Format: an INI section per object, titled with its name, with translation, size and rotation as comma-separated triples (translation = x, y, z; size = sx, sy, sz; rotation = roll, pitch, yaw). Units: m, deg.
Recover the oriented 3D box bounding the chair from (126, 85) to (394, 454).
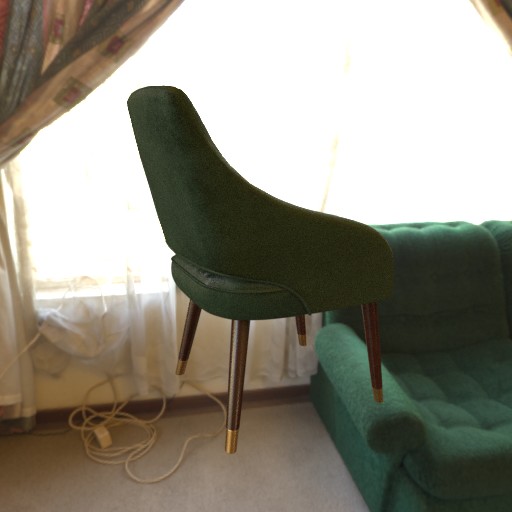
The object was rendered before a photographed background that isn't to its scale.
[chair]
translation = 0.000, 0.000, 1.579
size = 0.794, 1.081, 0.683
rotation = -7, 16, -26
